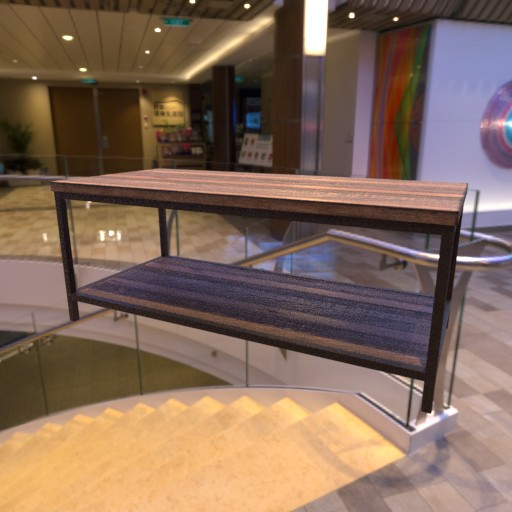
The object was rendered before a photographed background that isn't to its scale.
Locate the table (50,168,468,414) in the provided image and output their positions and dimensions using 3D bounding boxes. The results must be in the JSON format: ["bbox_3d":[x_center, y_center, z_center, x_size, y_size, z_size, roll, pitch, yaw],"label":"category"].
[{"bbox_3d":[0.000,0.000,1.208,0.990,0.399,0.452,8,18,25],"label":"table"}]
